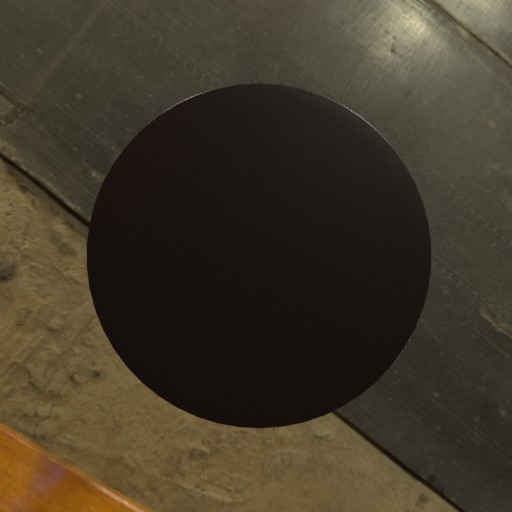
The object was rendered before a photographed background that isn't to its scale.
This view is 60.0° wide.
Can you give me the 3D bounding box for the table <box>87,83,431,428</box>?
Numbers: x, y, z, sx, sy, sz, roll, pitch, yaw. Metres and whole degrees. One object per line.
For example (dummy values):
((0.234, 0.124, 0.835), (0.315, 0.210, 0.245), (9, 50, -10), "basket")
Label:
((0.000, 0.000, 1.072), (0.597, 0.618, 0.597), (0, 90, -2), "table")
